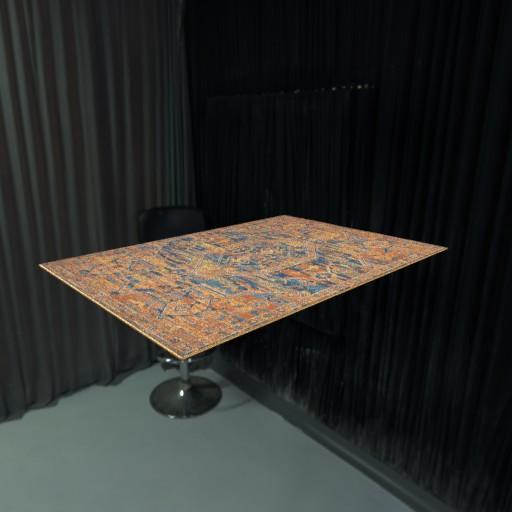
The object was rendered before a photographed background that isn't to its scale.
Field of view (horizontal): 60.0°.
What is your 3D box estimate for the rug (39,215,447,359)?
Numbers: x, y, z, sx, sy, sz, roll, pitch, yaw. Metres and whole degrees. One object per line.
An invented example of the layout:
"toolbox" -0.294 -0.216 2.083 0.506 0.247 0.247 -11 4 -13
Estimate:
"rug" 0.000 0.000 3.830 2.916 0.019 2.043 -15 23 -41
